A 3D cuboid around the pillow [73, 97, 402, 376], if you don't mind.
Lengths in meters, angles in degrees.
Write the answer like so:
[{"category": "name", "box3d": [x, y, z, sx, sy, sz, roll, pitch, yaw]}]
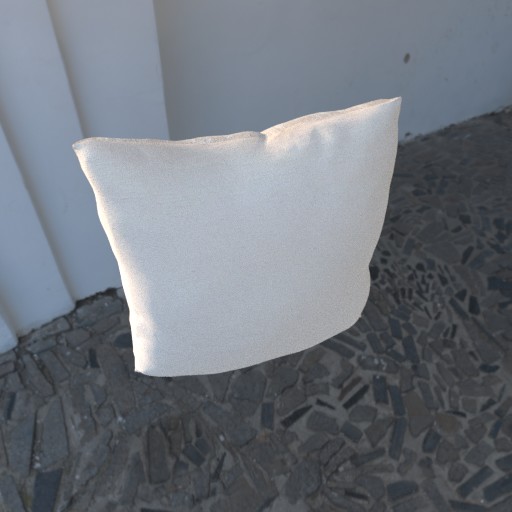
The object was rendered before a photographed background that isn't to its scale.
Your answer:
[{"category": "pillow", "box3d": [0.000, 0.000, 0.698, 0.450, 0.448, 0.245, -12, 42, -13]}]
